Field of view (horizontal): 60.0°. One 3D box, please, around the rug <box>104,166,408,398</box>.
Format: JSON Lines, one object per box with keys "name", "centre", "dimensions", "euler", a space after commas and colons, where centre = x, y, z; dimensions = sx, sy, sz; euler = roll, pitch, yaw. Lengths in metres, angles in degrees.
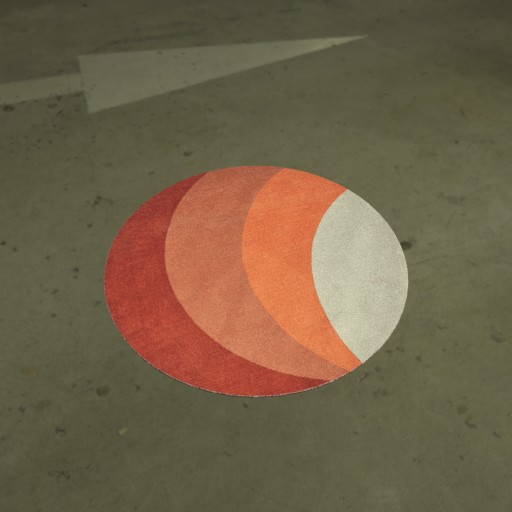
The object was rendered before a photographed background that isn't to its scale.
{"name": "rug", "centre": [0.000, 0.000, 2.265], "dimensions": [1.514, 0.015, 1.514], "euler": [0, 48, 0]}
